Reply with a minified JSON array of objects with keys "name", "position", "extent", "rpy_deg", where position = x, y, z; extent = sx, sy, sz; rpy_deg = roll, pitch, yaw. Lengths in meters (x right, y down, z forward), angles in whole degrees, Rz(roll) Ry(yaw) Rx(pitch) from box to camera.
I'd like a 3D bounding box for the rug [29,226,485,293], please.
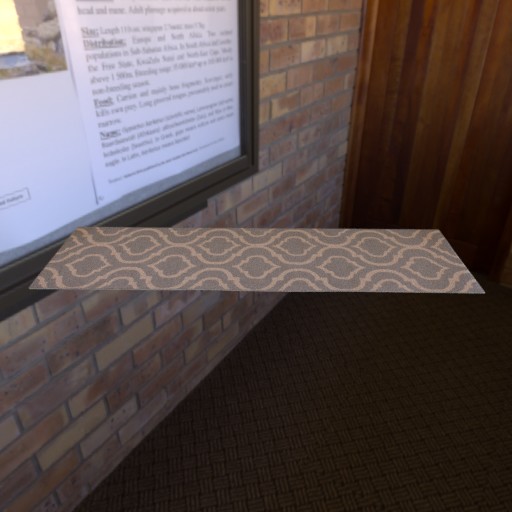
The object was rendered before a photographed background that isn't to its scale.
[{"name":"rug","position":[0.000,0.000,2.496],"extent":[2.275,0.009,0.684],"rpy_deg":[1,31,1]}]
